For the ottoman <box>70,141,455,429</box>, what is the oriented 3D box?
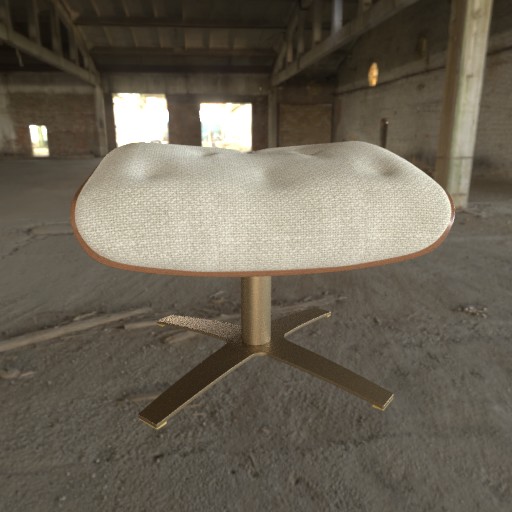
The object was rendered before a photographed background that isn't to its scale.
[{"bbox_3d":[0.000,0.000,0.785,0.520,0.391,0.394,-2,16,-7],"label":"ottoman"}]
